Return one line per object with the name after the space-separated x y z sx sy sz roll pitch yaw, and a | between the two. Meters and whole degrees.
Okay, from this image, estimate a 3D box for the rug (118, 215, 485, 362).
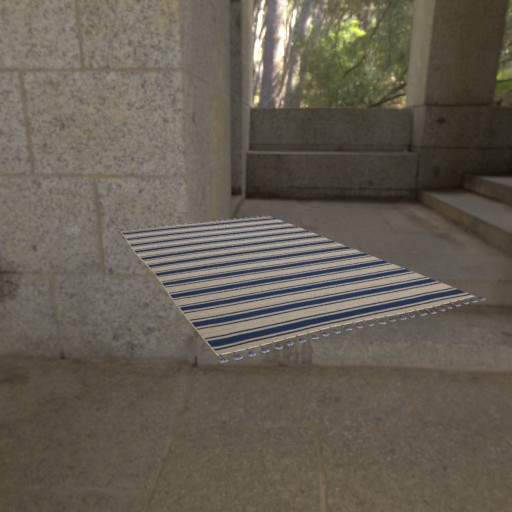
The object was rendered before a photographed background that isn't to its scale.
0.000 0.000 2.591 1.248 0.009 2.108 -8 18 -24 | rug
